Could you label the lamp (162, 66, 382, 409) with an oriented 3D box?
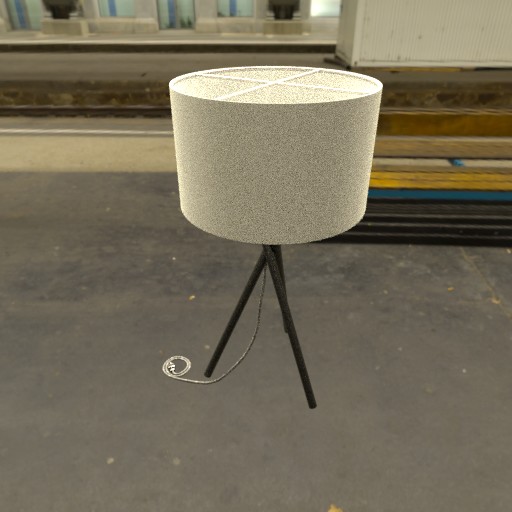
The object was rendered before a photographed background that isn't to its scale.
[{"bbox_3d":[0.000,0.000,0.912,0.422,0.674,0.353,-11,33,-18],"label":"lamp"}]
